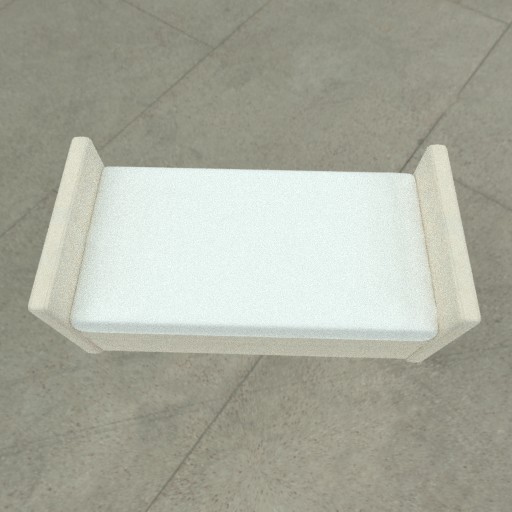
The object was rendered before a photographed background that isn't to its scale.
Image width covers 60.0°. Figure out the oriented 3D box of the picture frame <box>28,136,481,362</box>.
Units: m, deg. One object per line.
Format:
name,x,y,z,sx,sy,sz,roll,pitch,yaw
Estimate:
picture frame,0.000,0.000,2.720,2.161,0.891,1.069,1,64,1
